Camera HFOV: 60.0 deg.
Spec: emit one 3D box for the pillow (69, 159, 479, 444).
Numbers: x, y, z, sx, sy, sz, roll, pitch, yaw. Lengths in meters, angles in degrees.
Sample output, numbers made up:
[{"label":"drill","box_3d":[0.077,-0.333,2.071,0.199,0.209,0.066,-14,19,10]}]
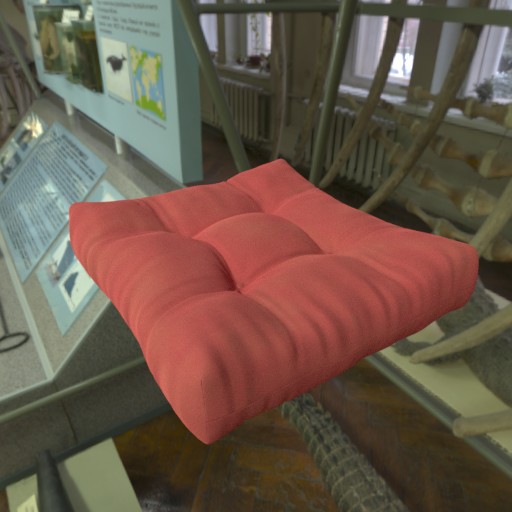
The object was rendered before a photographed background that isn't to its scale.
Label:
[{"label":"pillow","box_3d":[0.000,0.000,0.701,0.468,0.128,0.490,-18,35,-29]}]
